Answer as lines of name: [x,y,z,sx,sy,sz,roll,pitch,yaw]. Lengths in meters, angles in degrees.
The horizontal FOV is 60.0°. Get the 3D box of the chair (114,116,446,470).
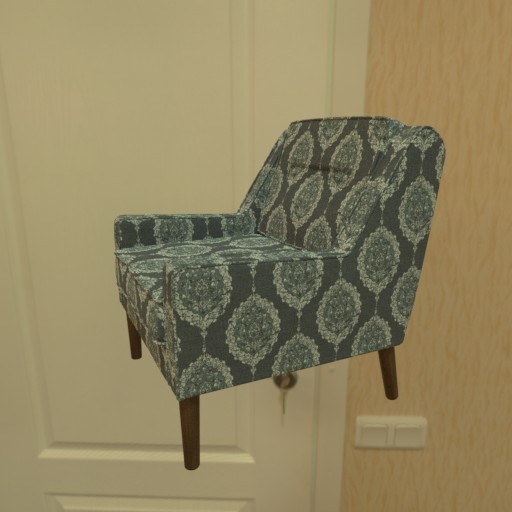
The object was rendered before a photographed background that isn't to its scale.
chair: [0.000,0.000,1.310,0.743,0.792,0.663,-8,17,-26]
